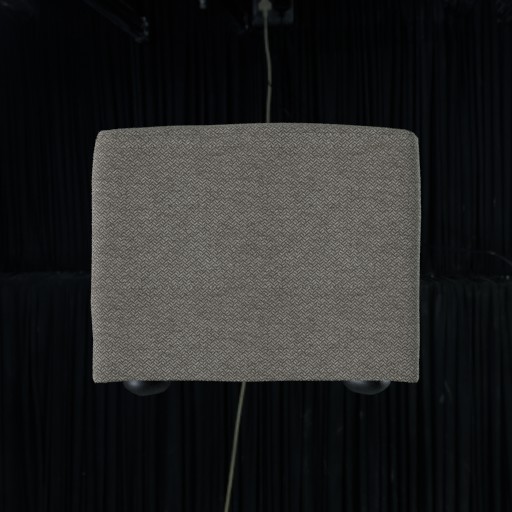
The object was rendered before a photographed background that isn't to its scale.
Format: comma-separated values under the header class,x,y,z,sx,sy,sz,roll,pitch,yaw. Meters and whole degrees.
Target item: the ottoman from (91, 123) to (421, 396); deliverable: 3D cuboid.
class,x,y,z,sx,sy,sz,roll,pitch,yaw
ottoman,0.000,0.000,0.926,0.512,0.453,0.519,0,1,0
